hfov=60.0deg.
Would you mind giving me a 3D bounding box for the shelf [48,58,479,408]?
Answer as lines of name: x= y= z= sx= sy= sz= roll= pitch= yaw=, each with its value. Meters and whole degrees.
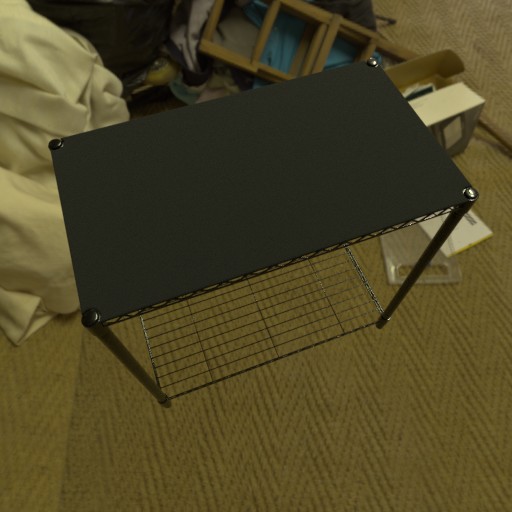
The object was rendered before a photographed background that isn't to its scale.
shelf: x=0.000 y=0.000 z=0.925 sx=0.589 sy=0.564 sz=0.338 roll=-18 pitch=62 yaw=-10
